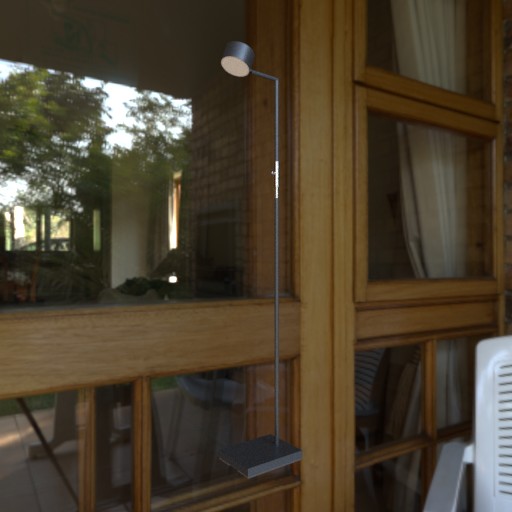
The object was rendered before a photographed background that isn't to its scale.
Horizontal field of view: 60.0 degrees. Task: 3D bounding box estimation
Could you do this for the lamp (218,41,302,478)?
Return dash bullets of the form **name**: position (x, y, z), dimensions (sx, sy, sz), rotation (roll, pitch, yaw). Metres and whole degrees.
- **lamp**: position (0.000, 0.000, 1.735), dimensions (0.304, 1.600, 0.203), rotation (0, -1, -36)
